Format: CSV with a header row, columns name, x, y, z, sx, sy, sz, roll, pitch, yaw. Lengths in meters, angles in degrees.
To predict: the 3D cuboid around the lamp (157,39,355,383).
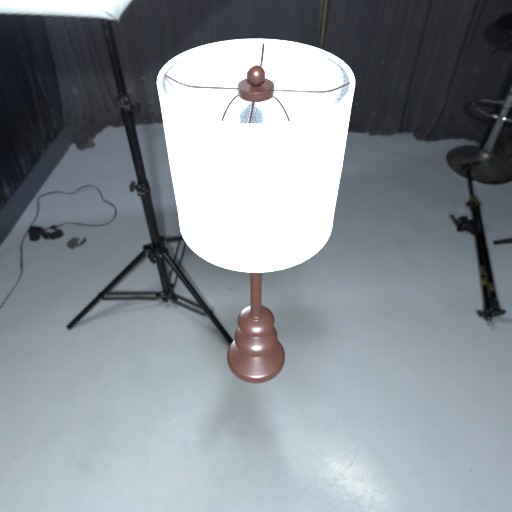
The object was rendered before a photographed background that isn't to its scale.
name,x,y,z,sx,sy,sz,roll,pitch,yaw
lamp,0.000,0.000,0.809,0.254,0.690,0.254,4,46,4
